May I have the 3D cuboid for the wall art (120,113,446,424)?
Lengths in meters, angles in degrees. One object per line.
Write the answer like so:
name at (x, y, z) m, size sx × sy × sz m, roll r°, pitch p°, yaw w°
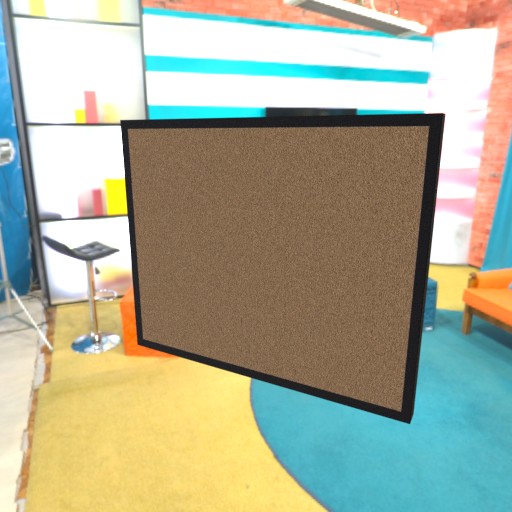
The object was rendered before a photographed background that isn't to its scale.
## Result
wall art at (0.000, 0.000, 0.760) m, size 0.554 × 0.454 × 0.030 m, roll 8°, pitch 17°, yaw 28°
